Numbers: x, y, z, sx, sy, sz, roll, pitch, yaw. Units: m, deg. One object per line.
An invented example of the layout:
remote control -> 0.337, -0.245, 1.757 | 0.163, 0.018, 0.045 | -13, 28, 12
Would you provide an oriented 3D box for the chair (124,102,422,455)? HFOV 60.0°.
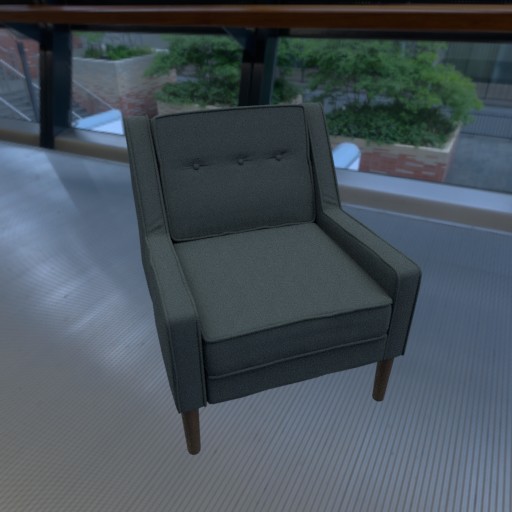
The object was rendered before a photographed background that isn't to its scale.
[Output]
chair -> 0.000, 0.000, 1.357 | 0.663, 0.780, 0.733 | -10, 33, -16
